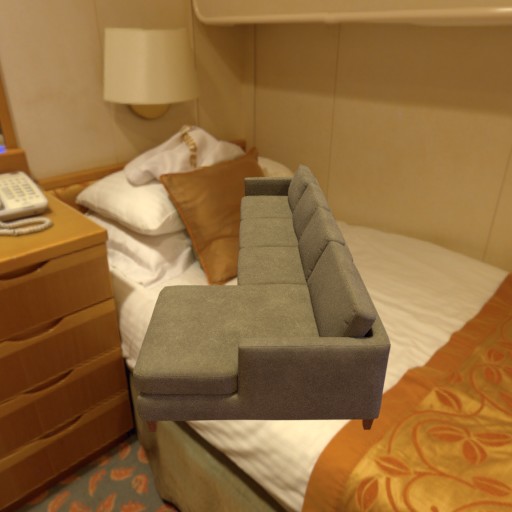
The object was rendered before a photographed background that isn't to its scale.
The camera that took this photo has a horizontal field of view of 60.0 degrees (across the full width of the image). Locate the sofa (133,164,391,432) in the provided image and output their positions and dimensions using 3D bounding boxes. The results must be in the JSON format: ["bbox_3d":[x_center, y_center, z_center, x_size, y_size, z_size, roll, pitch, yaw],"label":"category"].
[{"bbox_3d":[0.000,0.000,4.258,1.604,0.950,3.471,0,27,-1],"label":"sofa"}]
